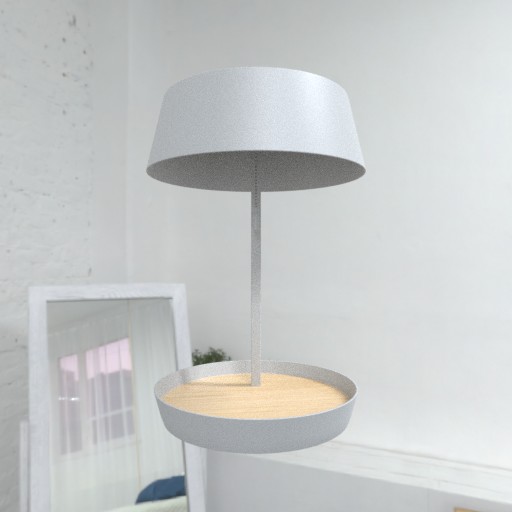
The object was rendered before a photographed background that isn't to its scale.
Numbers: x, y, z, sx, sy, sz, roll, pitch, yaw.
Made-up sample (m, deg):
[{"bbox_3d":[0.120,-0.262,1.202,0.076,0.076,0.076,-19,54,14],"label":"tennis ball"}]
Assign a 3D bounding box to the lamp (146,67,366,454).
[{"bbox_3d":[0.000,0.000,0.603,0.291,0.429,0.291,0,0,0],"label":"lamp"}]
